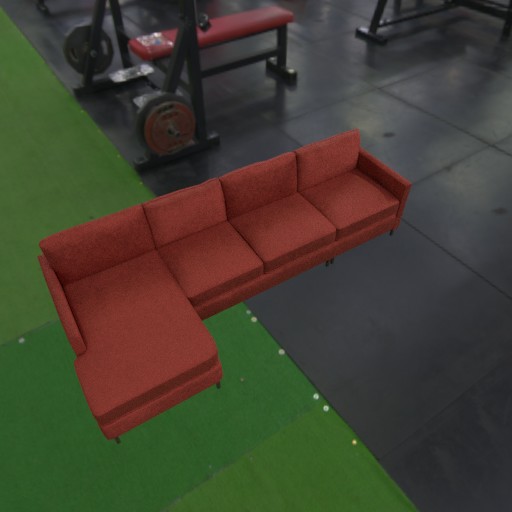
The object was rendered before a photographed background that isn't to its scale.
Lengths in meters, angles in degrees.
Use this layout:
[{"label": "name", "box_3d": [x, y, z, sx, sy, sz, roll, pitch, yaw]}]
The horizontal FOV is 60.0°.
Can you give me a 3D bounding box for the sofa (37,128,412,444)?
[{"label": "sofa", "box_3d": [0.000, 0.000, 3.966, 3.400, 0.967, 1.500, -24, 51, -21]}]
